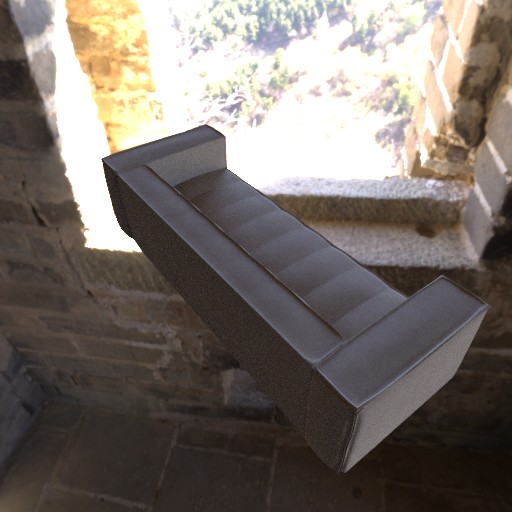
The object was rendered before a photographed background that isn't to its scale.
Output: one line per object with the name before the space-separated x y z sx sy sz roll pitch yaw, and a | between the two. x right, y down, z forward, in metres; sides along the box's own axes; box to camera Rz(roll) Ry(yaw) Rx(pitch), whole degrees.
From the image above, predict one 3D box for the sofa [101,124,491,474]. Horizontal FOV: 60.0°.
sofa | 0.000 0.000 3.027 1.038 0.680 2.697 -27 48 -27
